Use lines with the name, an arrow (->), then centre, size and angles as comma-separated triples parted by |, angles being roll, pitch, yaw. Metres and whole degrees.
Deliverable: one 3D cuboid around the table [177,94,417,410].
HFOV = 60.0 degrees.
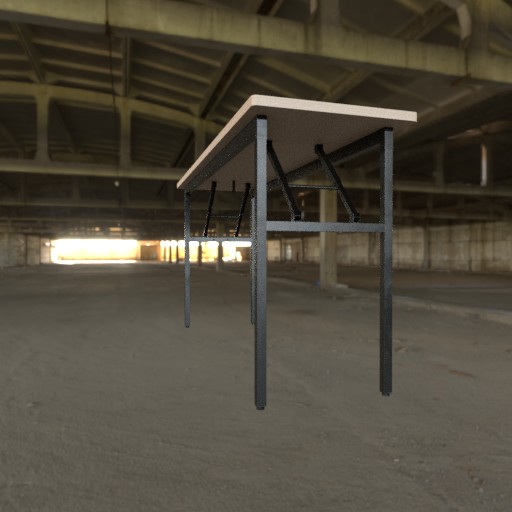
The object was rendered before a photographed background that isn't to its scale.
table -> 0.000, 0.000, 1.745 | 0.447, 0.750, 1.397 | 0, 1, -17
